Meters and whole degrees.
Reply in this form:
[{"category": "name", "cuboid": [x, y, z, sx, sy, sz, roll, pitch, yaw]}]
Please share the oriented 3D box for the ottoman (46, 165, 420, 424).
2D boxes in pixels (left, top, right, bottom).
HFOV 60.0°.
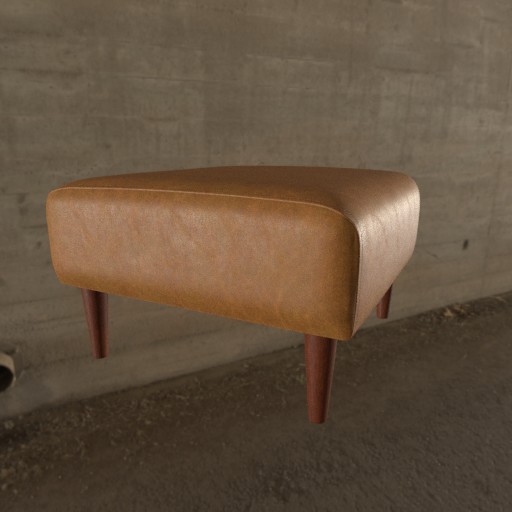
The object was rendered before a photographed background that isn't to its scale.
[{"category": "ottoman", "cuboid": [0.000, 0.000, 1.046, 0.650, 0.399, 0.650, 7, 16, 26]}]
